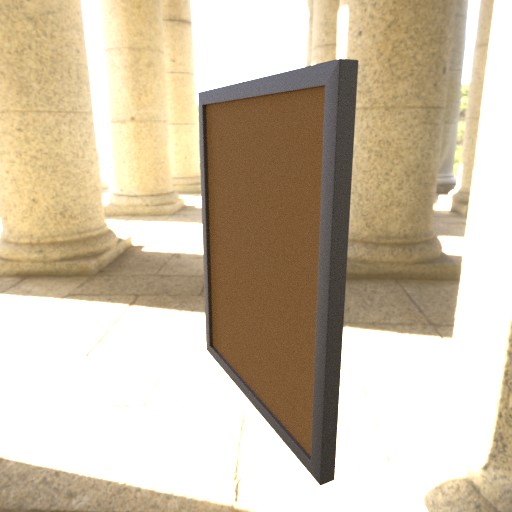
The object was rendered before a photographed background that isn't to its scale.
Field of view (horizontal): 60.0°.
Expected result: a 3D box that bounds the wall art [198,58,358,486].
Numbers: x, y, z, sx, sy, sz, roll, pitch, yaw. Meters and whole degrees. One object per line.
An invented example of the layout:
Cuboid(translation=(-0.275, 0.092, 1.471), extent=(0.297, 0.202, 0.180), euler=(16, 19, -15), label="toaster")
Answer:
Cuboid(translation=(0.000, 0.000, 0.755), extent=(0.029, 0.558, 0.458), euler=(-8, 17, -26), label="wall art")
